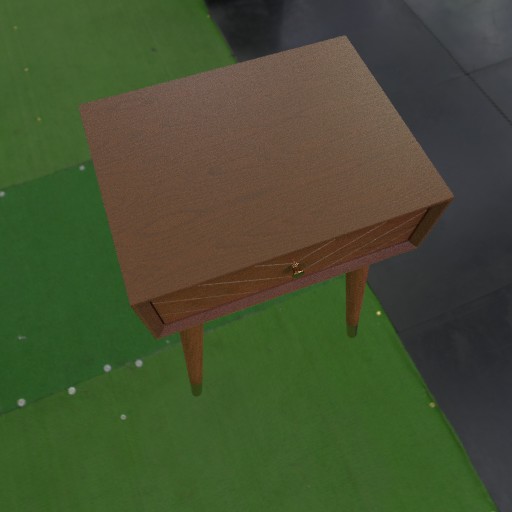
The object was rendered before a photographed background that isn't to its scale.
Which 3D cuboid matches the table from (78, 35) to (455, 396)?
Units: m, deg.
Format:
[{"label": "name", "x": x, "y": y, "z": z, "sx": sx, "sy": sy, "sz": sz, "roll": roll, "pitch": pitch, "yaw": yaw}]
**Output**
[{"label": "table", "x": 0.000, "y": 0.000, "z": 0.813, "sx": 0.406, "sy": 0.599, "sz": 0.300, "roll": -18, "pitch": 65, "yaw": -9}]
